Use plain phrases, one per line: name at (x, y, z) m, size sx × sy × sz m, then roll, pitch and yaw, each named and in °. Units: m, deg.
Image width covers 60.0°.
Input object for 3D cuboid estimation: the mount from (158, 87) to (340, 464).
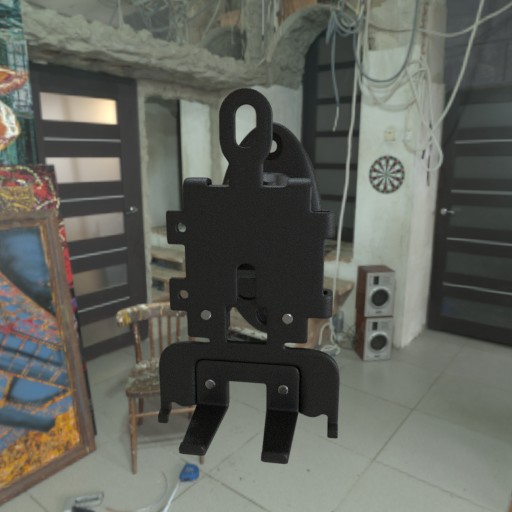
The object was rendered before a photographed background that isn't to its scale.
mount at (0.000, 0.000, 0.173) m, size 0.066 × 0.118 × 0.100 m, roll 2°, pitch 13°, yaw 8°
